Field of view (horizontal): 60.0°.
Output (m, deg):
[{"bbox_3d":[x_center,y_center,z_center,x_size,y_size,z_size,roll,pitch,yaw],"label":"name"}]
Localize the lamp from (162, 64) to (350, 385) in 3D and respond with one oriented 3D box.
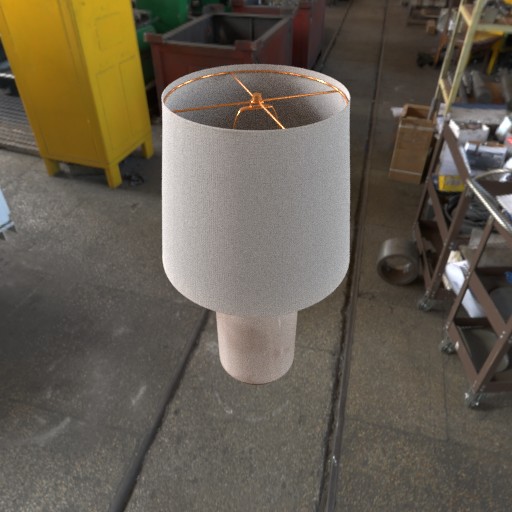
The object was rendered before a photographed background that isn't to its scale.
[{"bbox_3d":[0.000,0.000,0.462,0.189,0.340,0.189,0,39,0],"label":"lamp"}]
